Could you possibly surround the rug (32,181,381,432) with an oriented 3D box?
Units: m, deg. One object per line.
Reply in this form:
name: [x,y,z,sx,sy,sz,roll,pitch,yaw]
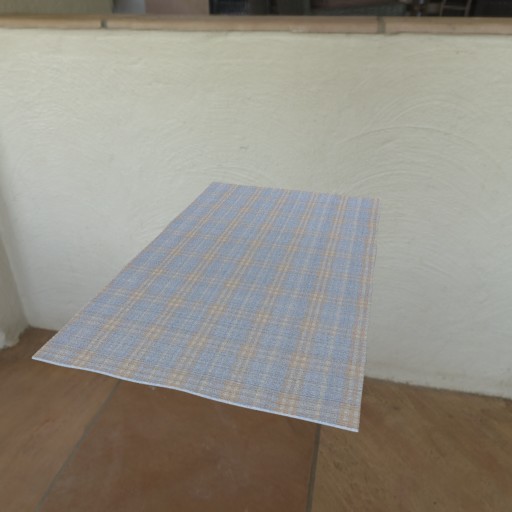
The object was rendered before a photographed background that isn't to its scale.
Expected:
rug: [0.000,0.000,2.957,1.545,0.016,2.460,8,31,14]
